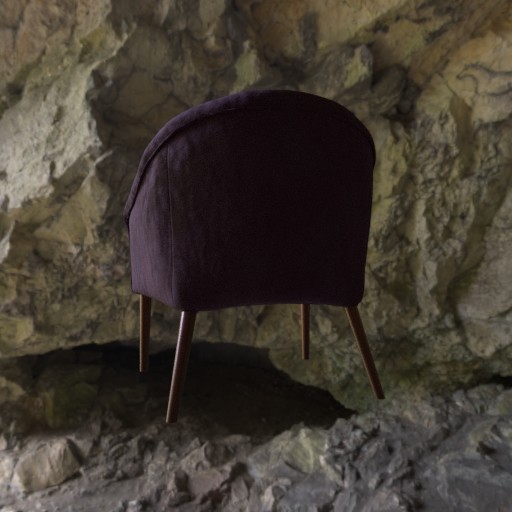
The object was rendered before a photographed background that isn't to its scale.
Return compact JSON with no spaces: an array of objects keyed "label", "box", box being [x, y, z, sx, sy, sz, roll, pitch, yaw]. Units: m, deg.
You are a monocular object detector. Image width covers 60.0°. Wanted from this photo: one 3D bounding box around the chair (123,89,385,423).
[{"label":"chair","box":[0.000,0.000,1.519,0.851,0.885,0.776,0,-1,-19]}]
